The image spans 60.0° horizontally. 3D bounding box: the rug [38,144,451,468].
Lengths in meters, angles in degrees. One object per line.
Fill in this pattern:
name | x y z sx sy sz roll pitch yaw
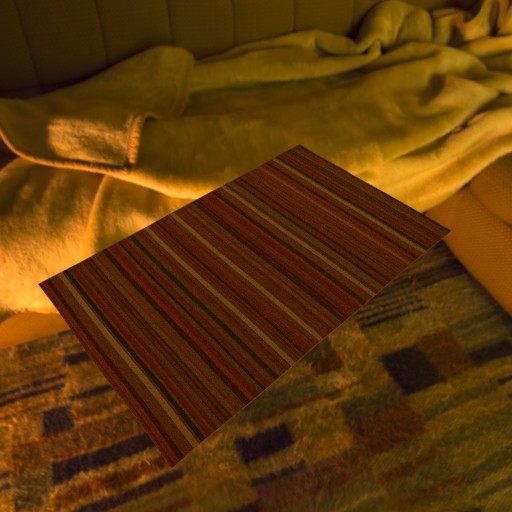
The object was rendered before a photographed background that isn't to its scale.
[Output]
rug | 0.000 0.000 3.038 2.438 0.008 1.523 -33 55 -27
